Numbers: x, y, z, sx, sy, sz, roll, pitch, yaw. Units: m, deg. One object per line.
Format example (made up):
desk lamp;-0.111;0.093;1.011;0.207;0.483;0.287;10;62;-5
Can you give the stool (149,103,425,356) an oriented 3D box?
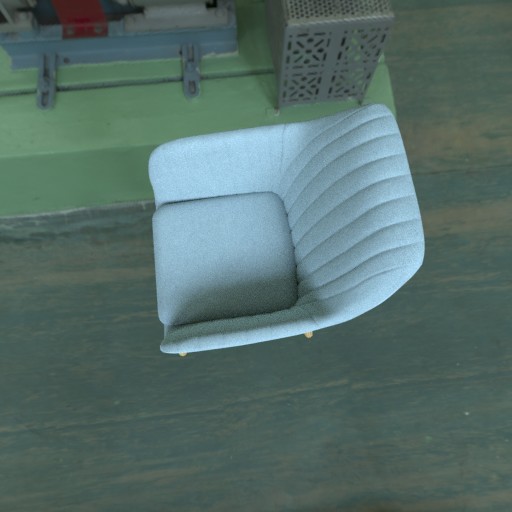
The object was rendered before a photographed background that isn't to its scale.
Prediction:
stool;0.000;0.000;1.204;0.590;0.830;0.503;-7;74;-2
